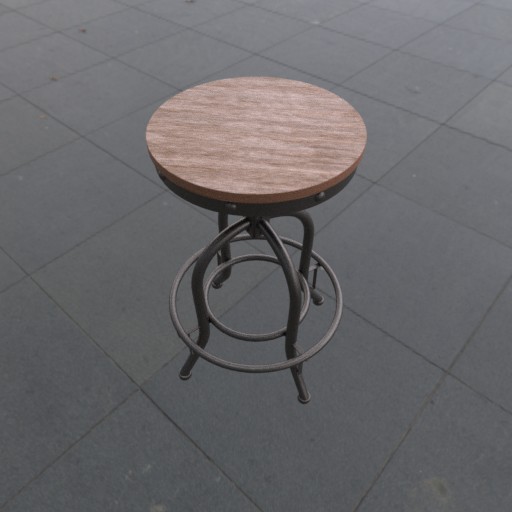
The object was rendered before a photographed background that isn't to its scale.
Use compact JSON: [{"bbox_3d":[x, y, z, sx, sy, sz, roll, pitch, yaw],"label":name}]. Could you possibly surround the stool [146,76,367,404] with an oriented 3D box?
[{"bbox_3d":[0.000,0.000,0.930,0.439,0.609,0.439,-25,52,-22],"label":"stool"}]
